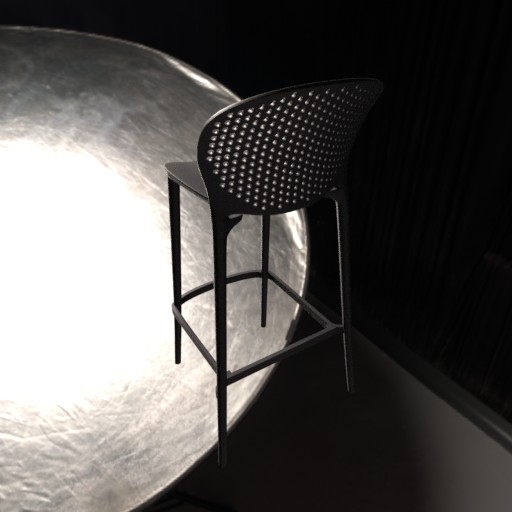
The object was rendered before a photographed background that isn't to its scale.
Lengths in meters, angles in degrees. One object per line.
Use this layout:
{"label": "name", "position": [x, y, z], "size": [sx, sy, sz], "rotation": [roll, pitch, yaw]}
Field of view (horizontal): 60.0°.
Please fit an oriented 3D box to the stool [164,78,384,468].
{"label": "stool", "position": [0.000, 0.000, 1.307], "size": [0.536, 1.045, 0.535], "rotation": [-18, 35, -28]}
